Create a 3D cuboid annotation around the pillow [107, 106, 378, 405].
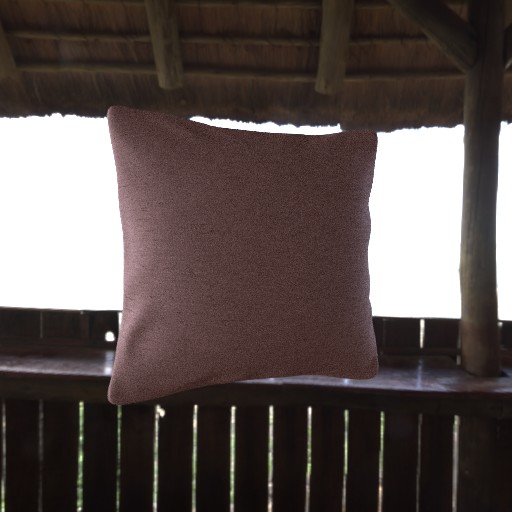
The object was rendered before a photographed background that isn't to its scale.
[{"bbox_3d":[0.000,0.000,0.677,0.432,0.415,0.246,0,1,-19],"label":"pillow"}]
